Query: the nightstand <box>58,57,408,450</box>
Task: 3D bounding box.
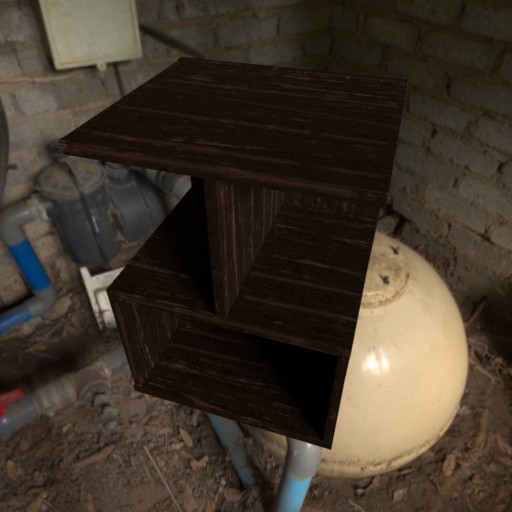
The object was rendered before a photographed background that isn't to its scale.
[{"bbox_3d":[0.000,0.000,0.808,0.400,0.559,0.356,12,41,14],"label":"nightstand"}]
